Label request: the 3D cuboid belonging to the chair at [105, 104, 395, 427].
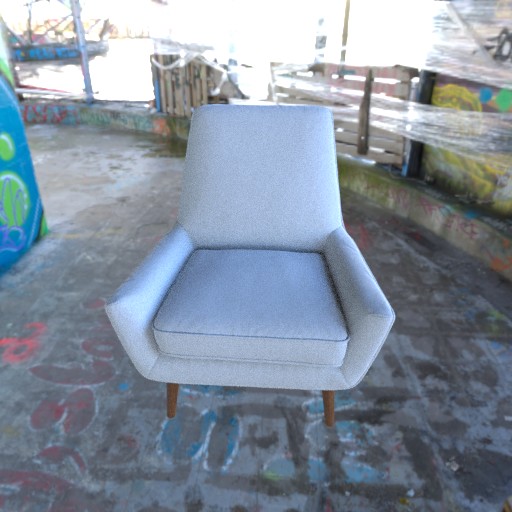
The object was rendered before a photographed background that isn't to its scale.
[{"bbox_3d":[0.000,0.000,1.538,0.787,0.888,0.822,2,29,3],"label":"chair"}]
